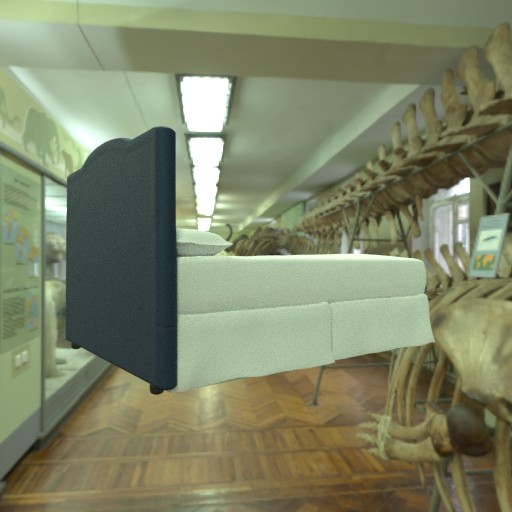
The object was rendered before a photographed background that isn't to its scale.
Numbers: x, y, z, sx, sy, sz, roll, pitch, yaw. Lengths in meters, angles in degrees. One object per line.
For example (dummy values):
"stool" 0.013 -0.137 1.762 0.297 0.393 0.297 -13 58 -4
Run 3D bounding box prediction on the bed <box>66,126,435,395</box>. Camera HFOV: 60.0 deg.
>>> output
"bed" 0.000 0.000 3.594 2.507 1.441 1.741 0 -1 -37
